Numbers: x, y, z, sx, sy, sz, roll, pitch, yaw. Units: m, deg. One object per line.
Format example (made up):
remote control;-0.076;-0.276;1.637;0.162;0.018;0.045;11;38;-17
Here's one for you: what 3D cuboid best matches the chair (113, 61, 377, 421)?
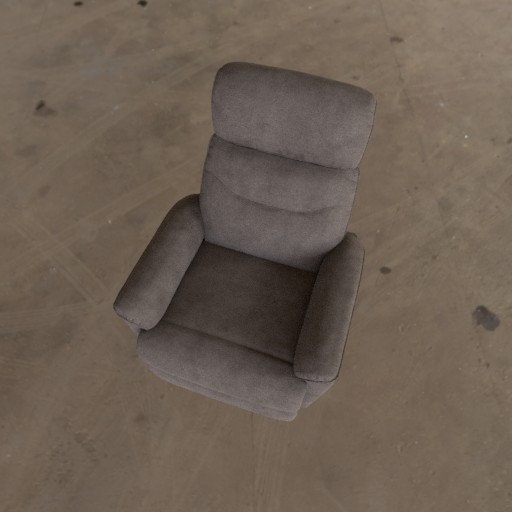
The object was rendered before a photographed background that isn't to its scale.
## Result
chair;0.000;0.000;1.754;0.830;1.036;1.009;16;61;9
